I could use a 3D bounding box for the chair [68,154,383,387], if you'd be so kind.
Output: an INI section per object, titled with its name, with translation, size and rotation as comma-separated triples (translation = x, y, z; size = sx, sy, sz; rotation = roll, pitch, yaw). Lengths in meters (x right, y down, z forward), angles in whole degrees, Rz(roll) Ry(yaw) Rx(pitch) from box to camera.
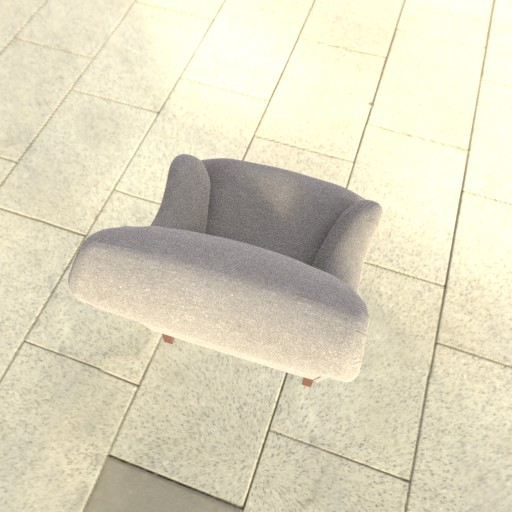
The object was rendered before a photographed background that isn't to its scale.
[chair]
translation = 0.000, 0.000, 1.568
size = 0.766, 0.942, 0.843
rotation = 15, 65, 7
